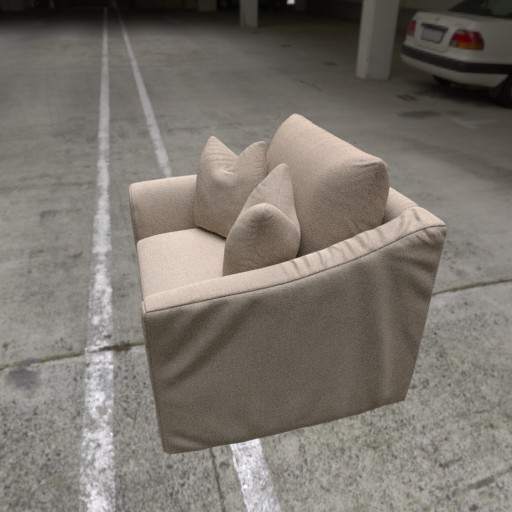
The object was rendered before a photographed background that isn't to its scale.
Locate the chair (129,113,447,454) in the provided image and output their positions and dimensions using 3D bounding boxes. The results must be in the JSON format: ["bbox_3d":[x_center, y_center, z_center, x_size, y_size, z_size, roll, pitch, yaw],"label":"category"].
[{"bbox_3d":[0.000,0.000,2.045,1.071,1.093,1.194,-8,30,-14],"label":"chair"}]
